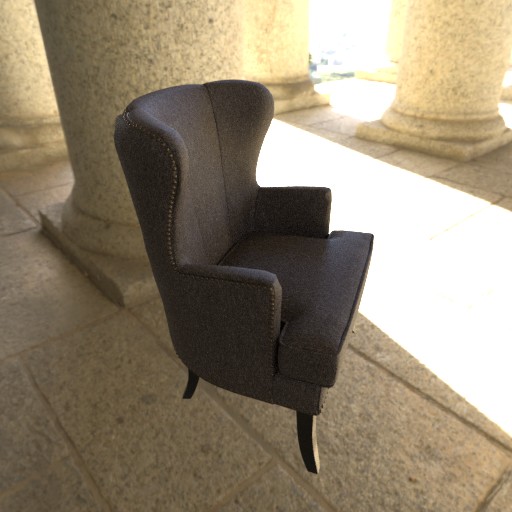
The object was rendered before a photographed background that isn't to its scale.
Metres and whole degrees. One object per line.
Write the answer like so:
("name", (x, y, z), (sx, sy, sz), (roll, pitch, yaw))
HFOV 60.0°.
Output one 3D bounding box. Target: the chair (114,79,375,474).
("chair", (0.000, 0.000, 1.559), (0.758, 1.060, 0.759), (11, 32, 17))
